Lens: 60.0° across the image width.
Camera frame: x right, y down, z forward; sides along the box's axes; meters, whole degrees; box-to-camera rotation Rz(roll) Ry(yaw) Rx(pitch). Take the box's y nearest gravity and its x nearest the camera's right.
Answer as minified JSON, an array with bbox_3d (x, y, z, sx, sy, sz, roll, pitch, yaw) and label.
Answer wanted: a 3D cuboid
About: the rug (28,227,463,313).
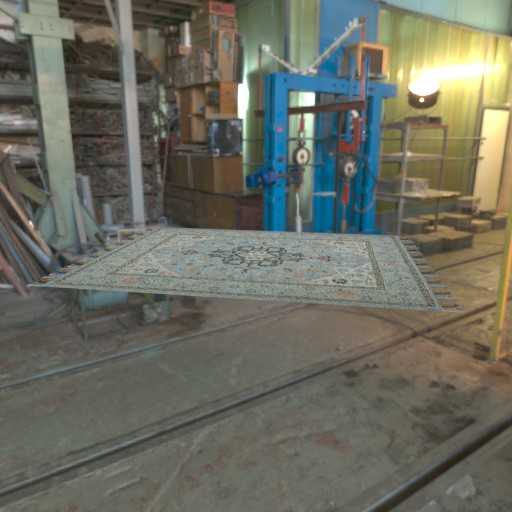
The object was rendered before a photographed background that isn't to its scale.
[{"bbox_3d":[0.000,0.000,4.305,3.221,0.011,2.379,3,15,10],"label":"rug"}]
